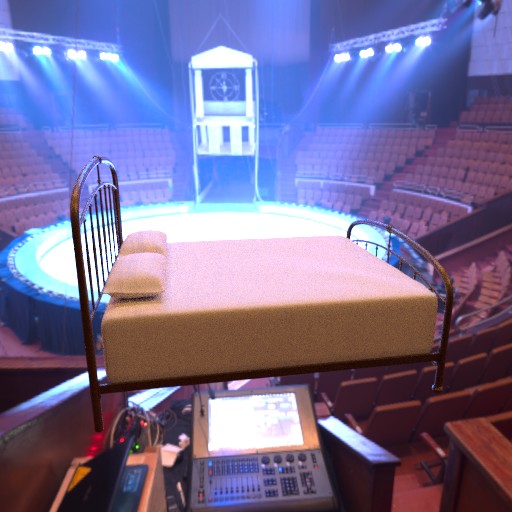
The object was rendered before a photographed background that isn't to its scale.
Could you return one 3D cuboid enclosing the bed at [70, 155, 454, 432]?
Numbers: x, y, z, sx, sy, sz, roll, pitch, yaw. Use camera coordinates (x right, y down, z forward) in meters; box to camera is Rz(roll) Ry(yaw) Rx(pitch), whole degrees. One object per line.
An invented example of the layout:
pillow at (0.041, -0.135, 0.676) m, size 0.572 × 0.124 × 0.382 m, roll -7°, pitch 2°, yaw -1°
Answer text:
bed at (0.000, 0.000, 3.270) m, size 2.168 × 1.475 × 1.711 m, roll -3°, pitch 17°, yaw -10°
